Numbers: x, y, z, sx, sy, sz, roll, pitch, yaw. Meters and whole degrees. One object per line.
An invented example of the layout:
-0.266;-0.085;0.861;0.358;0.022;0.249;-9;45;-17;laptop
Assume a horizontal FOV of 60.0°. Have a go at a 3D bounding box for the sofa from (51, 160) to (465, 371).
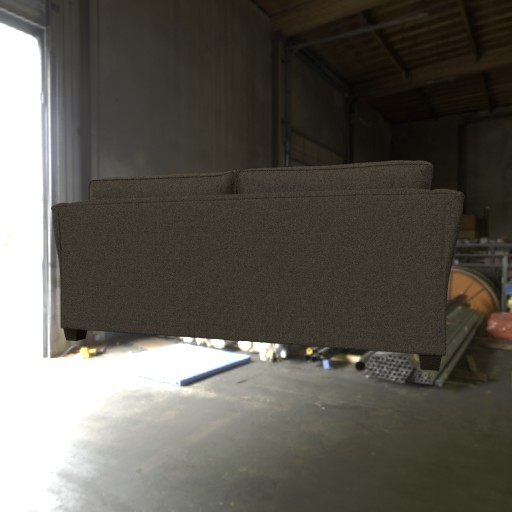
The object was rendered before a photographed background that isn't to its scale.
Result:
0.000;0.000;2.710;2.203;0.976;1.013;0;1;18;sofa
